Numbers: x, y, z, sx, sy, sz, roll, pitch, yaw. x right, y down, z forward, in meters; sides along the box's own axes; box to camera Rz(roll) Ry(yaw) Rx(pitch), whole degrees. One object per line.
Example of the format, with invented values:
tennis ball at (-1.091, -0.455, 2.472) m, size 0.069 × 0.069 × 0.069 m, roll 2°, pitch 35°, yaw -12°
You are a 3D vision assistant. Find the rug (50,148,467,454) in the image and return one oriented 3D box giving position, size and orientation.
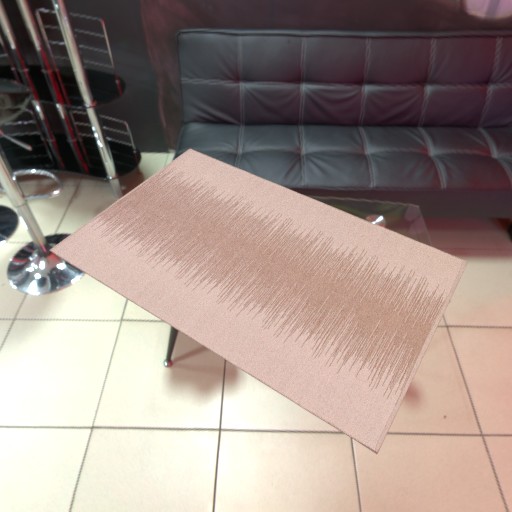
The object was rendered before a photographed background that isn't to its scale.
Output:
rug at (0.000, 0.000, 3.037) m, size 2.440 × 0.012 × 1.522 m, roll 26°, pitch 52°, yaw 23°
